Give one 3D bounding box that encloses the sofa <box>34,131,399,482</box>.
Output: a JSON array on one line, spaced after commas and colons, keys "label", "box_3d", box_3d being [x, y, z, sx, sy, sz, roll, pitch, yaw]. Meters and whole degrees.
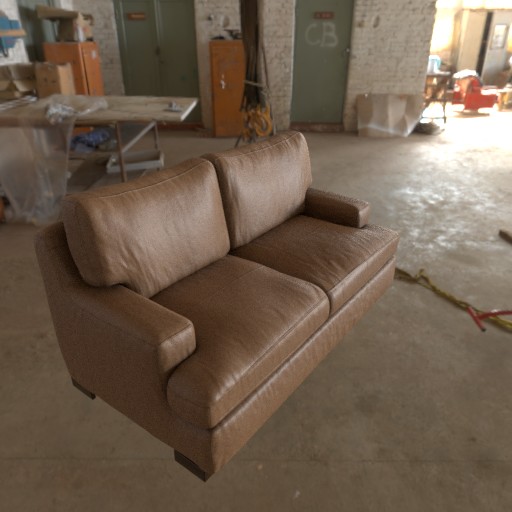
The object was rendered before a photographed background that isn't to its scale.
[{"label": "sofa", "box_3d": [0.000, 0.000, 2.350, 0.962, 0.980, 1.855, 19, 33, 32]}]
